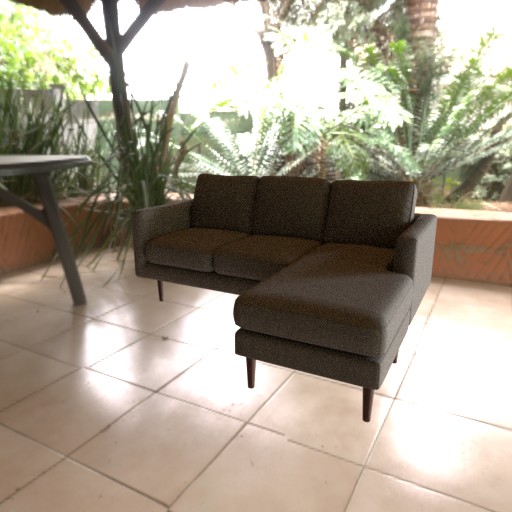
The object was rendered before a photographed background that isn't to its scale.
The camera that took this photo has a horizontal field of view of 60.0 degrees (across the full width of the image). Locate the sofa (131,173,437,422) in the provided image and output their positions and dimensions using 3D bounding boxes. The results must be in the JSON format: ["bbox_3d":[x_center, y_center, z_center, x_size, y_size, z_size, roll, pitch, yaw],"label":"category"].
[{"bbox_3d":[0.000,0.000,2.951,2.055,0.957,1.667,8,17,27],"label":"sofa"}]
